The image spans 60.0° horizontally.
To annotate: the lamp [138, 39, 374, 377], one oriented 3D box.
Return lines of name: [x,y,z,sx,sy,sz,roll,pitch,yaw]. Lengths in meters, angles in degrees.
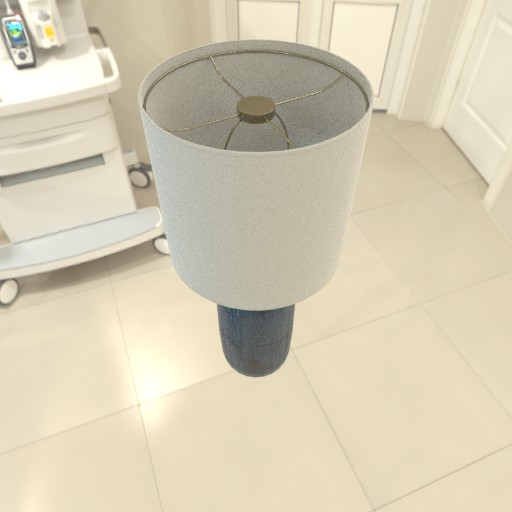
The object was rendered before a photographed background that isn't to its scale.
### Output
lamp: [0.000,0.000,0.594,0.220,0.475,0.220,-11,48,-10]
